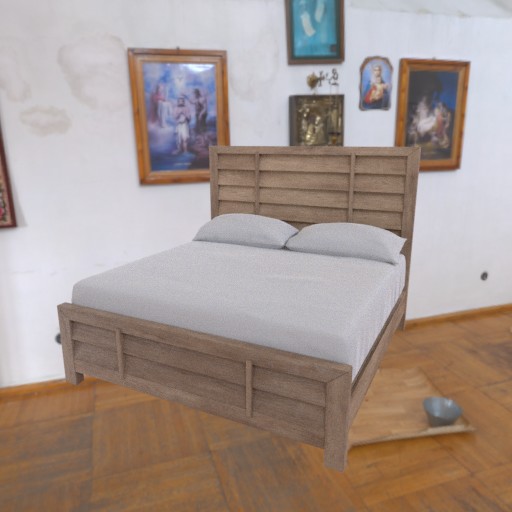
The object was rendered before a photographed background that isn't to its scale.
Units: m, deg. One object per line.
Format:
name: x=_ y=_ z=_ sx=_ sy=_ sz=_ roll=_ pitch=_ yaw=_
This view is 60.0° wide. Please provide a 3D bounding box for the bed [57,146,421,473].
bed: x=0.000 y=0.000 z=3.424 sx=2.032 sy=1.626 sz=2.062 roll=7 pitch=16 yaw=26
